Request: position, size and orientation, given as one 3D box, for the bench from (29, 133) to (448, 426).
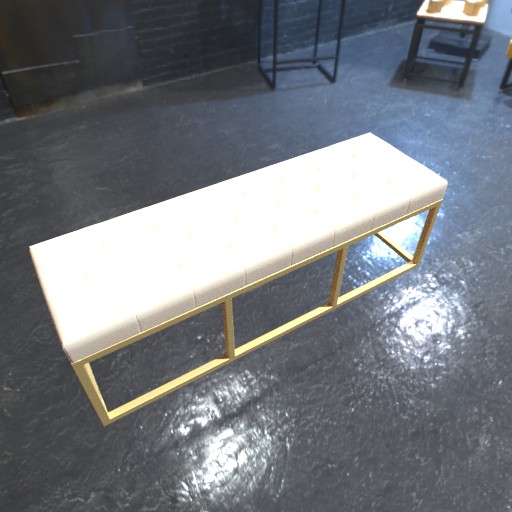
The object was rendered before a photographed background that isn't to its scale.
[{"bbox_3d":[0.000,0.000,1.732,1.473,0.484,0.457,-23,48,-22],"label":"bench"}]
